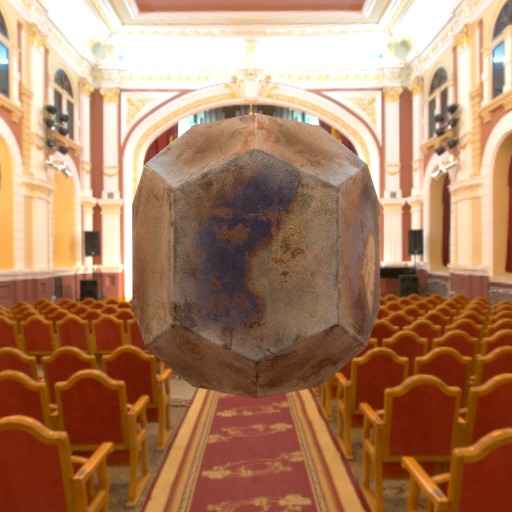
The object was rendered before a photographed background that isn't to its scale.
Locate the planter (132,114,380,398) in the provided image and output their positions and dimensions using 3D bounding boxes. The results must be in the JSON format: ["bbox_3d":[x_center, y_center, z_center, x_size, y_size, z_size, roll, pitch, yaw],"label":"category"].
[{"bbox_3d":[0.000,0.000,0.435,0.243,0.238,0.221,0,0,0],"label":"planter"}]
